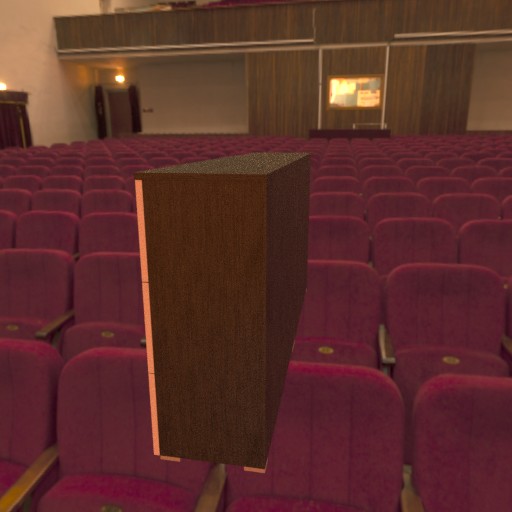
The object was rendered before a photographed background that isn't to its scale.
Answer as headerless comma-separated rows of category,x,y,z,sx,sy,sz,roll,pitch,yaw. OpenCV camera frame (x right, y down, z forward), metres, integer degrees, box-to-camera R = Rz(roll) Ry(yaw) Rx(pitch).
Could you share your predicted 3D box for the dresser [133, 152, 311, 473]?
dresser,0.000,0.000,1.841,0.333,0.790,1.535,3,15,10
